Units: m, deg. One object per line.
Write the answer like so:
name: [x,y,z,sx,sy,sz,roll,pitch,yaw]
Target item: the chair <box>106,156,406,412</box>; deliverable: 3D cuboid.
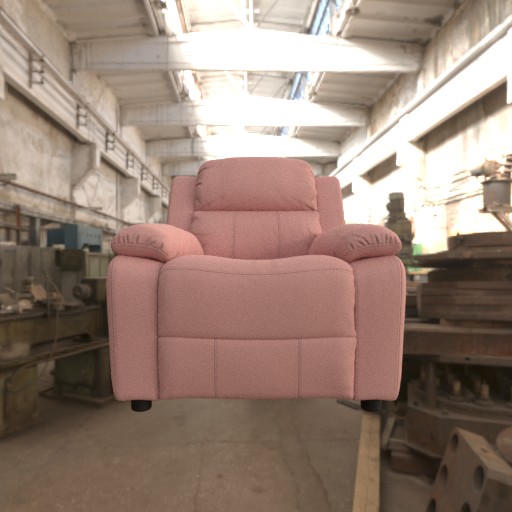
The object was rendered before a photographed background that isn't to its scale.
chair: [0.000,0.000,1.290,0.680,0.702,0.709,0,0,0]
